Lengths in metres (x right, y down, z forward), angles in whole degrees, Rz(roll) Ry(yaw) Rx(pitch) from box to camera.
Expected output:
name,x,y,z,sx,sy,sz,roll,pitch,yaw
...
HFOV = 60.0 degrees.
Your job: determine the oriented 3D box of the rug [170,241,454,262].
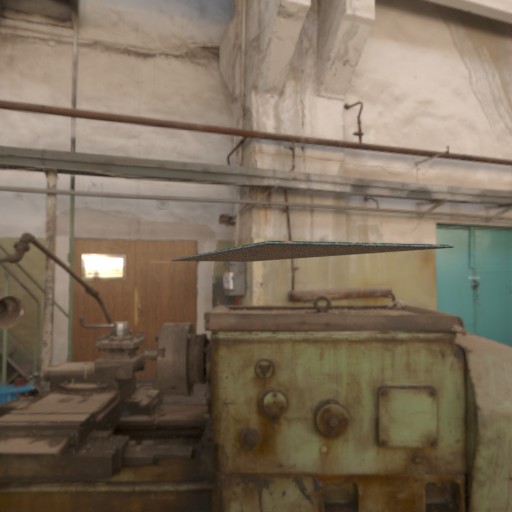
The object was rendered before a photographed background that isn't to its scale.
name,x,y,z,sx,sy,sz,roll,pitch,yaw
rug,0.000,0.000,2.499,0.685,0.014,2.292,1,-2,-18
